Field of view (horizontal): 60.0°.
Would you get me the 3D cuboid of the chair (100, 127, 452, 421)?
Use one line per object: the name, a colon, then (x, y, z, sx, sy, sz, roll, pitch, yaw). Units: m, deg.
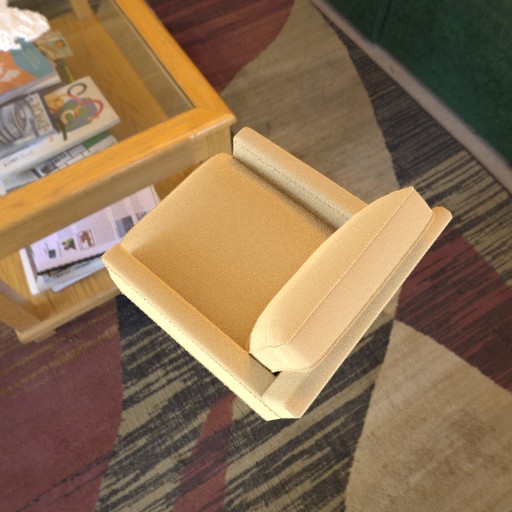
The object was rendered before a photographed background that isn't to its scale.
chair: (0.000, 0.000, 1.770, 1.014, 0.943, 0.853, 37, 70, 16)
